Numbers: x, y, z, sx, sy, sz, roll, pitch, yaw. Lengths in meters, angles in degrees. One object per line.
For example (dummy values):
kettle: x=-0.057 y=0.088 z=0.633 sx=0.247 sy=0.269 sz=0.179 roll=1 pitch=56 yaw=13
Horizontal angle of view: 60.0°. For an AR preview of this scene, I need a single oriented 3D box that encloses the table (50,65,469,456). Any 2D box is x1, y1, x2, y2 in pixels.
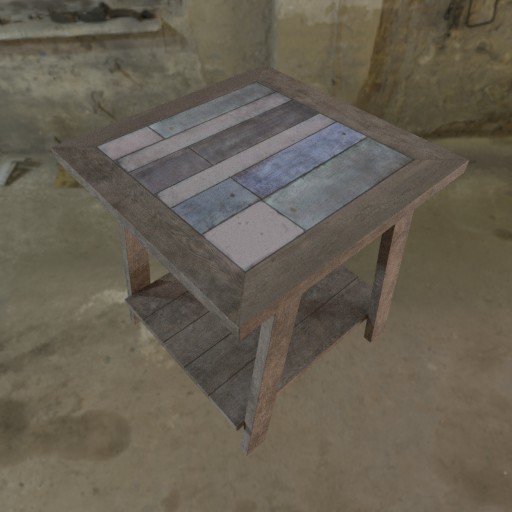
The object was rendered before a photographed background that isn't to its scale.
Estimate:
table: x=0.000 y=0.000 z=1.130 sx=0.610 sy=0.610 sz=0.610 roll=-33 pitch=55 yaw=-27
